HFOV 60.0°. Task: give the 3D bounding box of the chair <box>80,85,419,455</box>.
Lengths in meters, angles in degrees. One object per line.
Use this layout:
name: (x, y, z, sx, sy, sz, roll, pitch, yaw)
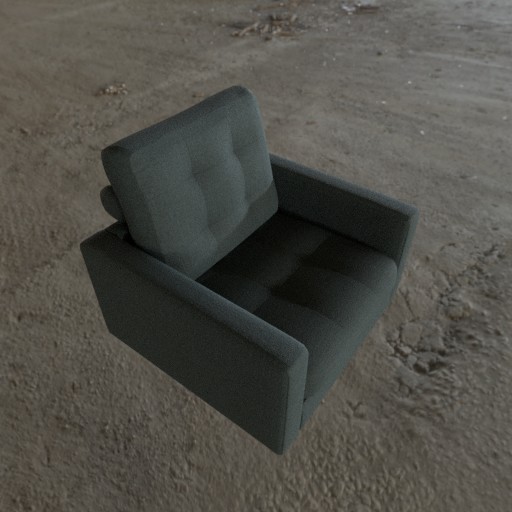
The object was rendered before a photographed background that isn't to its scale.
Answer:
chair: (0.000, 0.000, 1.515, 0.843, 0.880, 0.821, 26, 48, 27)
